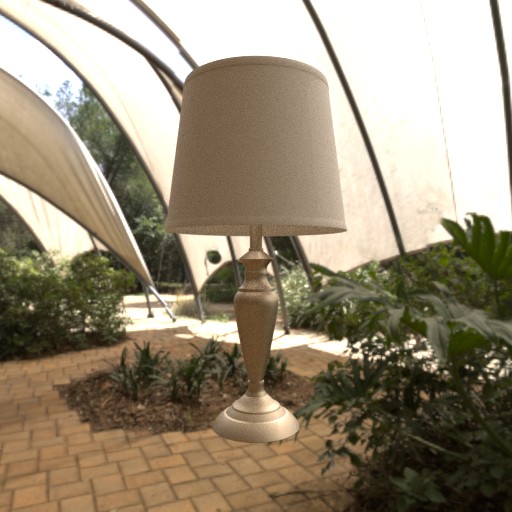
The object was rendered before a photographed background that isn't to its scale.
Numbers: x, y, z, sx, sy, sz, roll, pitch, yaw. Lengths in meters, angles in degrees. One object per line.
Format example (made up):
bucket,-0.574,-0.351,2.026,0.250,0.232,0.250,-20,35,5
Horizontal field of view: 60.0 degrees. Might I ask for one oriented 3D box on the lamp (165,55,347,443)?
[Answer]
lamp,0.000,0.000,0.814,0.328,0.619,0.328,0,0,0
